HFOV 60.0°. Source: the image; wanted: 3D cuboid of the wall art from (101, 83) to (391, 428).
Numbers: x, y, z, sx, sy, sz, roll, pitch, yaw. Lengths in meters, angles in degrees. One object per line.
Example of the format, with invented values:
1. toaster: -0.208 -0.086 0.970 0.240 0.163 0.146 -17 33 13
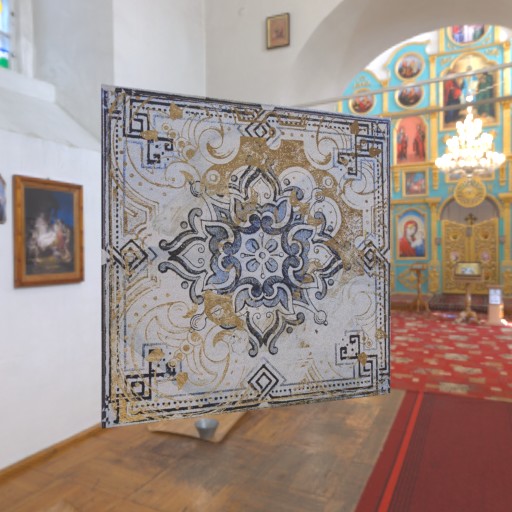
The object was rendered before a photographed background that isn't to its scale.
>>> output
1. wall art: 0.000 0.000 0.459 0.302 0.306 0.038 0 0 -19
